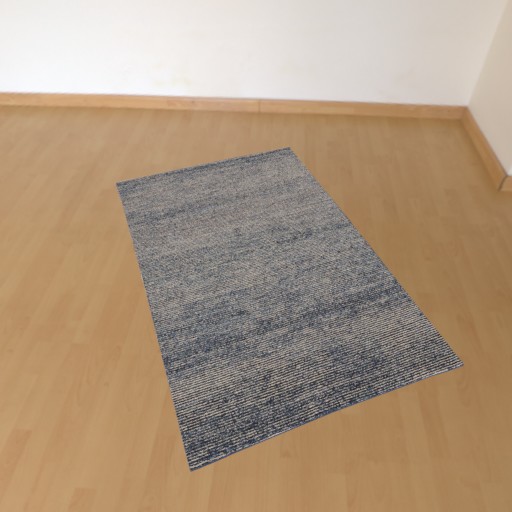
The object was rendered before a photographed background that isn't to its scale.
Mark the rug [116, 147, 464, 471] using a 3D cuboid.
[{"bbox_3d":[0.000,0.000,2.255,1.159,0.025,1.793,-15,47,-14],"label":"rug"}]
